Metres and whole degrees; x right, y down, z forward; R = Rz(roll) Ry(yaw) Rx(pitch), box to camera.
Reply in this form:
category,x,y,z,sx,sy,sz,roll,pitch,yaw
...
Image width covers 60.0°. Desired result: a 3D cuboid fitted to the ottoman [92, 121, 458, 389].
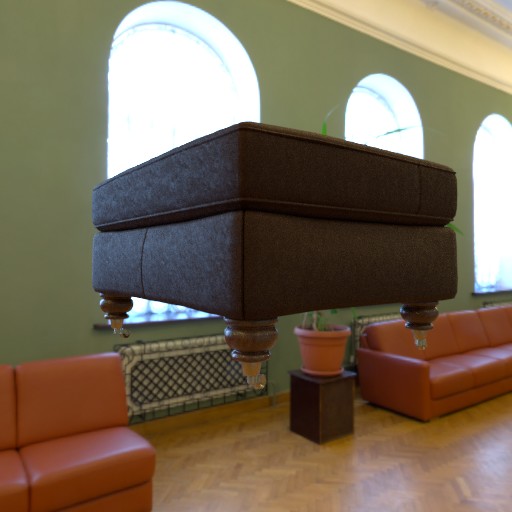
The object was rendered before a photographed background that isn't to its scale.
category,x,y,z,sx,sy,sz,roll,pitch,yaw
ottoman,0.000,0.000,1.782,0.967,0.730,1.187,0,-1,-37
